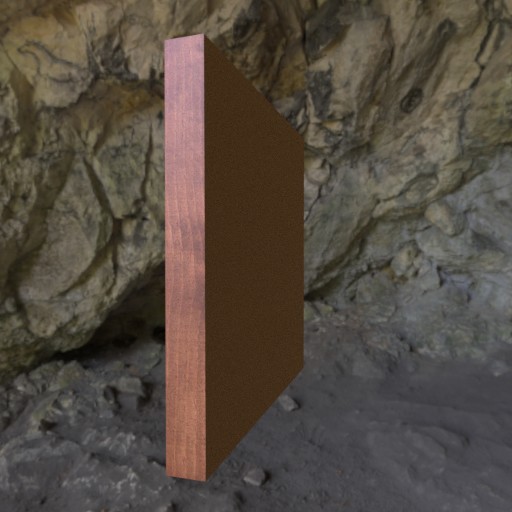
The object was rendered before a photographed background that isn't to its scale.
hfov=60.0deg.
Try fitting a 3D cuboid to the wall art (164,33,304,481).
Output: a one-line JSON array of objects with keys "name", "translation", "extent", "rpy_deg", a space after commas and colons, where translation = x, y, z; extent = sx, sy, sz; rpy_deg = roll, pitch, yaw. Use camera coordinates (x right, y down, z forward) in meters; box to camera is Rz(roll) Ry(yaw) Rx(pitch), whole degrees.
[{"name": "wall art", "translation": [0.000, 0.000, 0.569], "extent": [0.038, 0.385, 0.386], "rpy_deg": [0, 1, 19]}]
